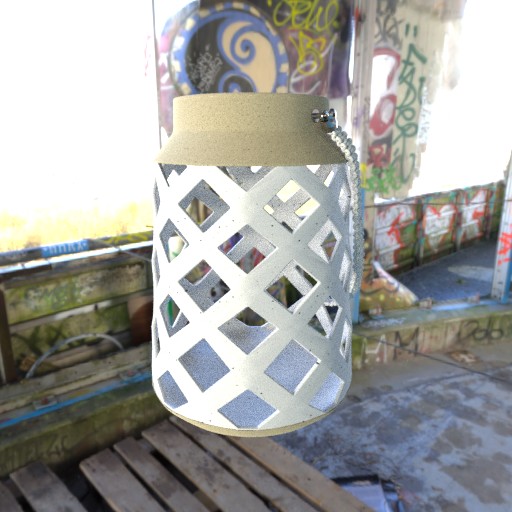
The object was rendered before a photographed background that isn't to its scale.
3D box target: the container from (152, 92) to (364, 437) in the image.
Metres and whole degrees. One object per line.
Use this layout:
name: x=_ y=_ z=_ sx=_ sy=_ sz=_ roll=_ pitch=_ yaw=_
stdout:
container: x=0.000 y=0.000 z=0.397 sx=0.198 sy=0.264 sz=0.188 roll=-14 pitch=20 yaw=-42
